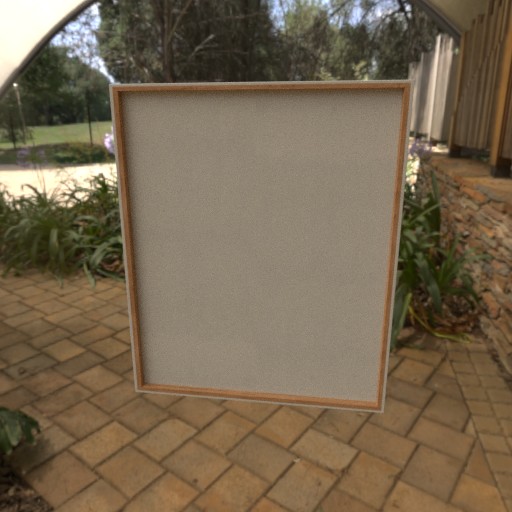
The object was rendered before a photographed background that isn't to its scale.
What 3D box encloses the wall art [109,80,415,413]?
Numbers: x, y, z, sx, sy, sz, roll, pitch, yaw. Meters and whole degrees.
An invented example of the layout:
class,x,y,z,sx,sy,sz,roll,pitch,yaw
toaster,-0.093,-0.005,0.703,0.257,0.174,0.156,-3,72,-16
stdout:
class,x,y,z,sx,sy,sz,roll,pitch,yaw
wall art,0.000,0.000,0.830,0.508,0.606,0.037,2,16,8
